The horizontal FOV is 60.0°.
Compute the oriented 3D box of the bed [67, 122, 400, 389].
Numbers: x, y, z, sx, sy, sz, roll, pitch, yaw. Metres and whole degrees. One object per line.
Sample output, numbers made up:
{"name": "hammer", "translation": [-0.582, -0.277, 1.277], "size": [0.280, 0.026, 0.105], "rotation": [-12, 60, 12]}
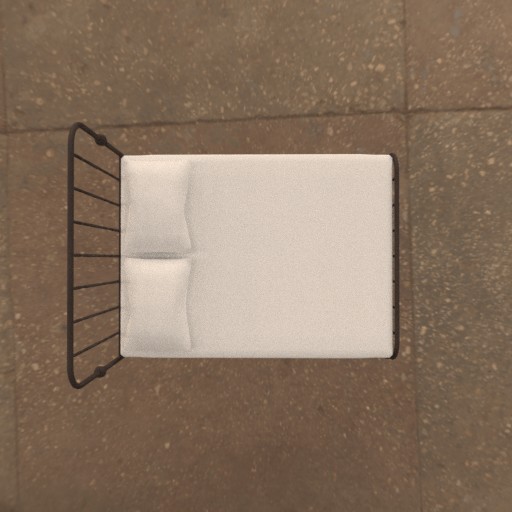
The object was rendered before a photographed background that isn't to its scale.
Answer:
{"name": "bed", "translation": [0.000, 0.000, 3.172], "size": [2.134, 1.446, 1.616], "rotation": [0, 90, 1]}
